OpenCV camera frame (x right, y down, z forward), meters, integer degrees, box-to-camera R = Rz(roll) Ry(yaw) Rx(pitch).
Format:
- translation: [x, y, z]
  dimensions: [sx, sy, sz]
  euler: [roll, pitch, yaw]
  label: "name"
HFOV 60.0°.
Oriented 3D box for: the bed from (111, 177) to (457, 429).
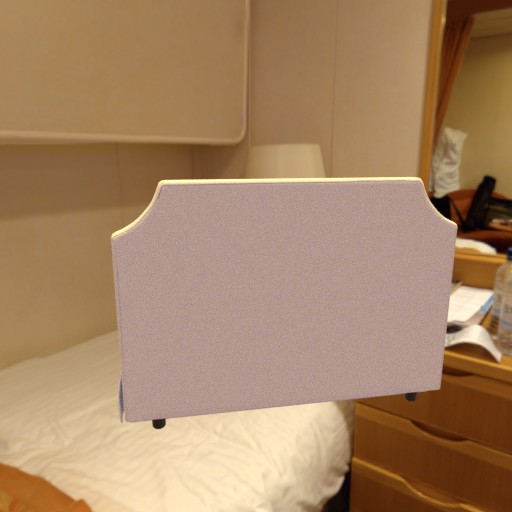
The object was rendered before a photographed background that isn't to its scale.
- translation: [0.000, 0.000, 4.151]
  dimensions: [2.350, 1.590, 2.773]
  euler: [-2, 14, -10]
  label: "bed"
